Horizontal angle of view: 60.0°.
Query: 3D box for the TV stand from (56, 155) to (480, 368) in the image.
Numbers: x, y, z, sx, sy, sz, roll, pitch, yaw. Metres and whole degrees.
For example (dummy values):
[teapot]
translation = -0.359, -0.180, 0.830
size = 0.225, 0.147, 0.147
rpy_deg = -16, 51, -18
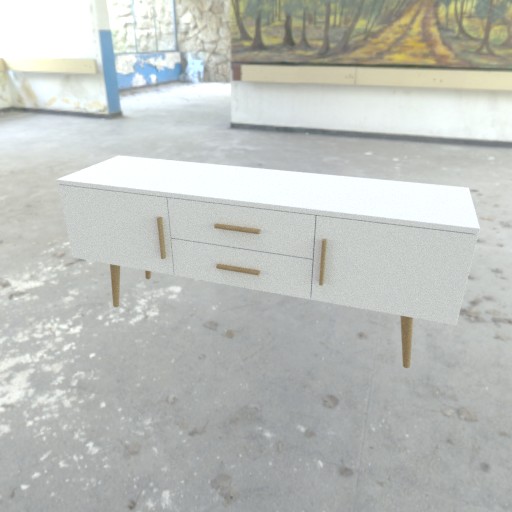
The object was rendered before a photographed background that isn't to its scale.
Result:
[TV stand]
translation = 0.000, 0.000, 1.672
size = 1.398, 0.560, 0.401
rpy_deg = 9, 28, 17
